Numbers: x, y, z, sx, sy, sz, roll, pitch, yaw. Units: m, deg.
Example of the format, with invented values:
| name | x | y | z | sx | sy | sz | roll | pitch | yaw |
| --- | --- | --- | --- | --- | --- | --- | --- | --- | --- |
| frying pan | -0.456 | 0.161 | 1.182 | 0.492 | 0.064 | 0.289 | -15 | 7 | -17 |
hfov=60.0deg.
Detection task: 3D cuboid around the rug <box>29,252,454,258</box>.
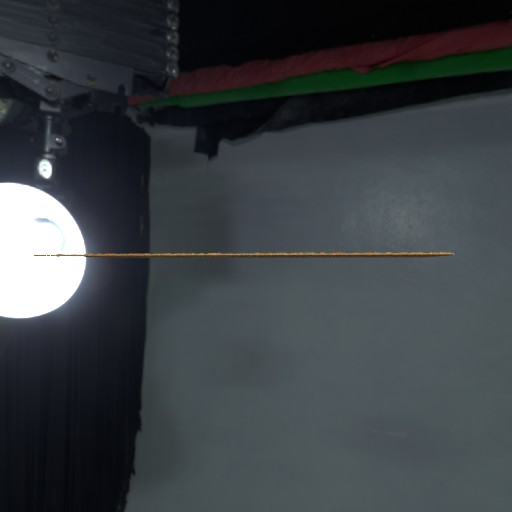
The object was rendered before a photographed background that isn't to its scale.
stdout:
| name | x | y | z | sx | sy | sz | roll | pitch | yaw |
| --- | --- | --- | --- | --- | --- | --- | --- | --- | --- |
| rug | 0.000 | 0.000 | 3.852 | 2.916 | 0.019 | 2.043 | 0 | -1 | 17 |
